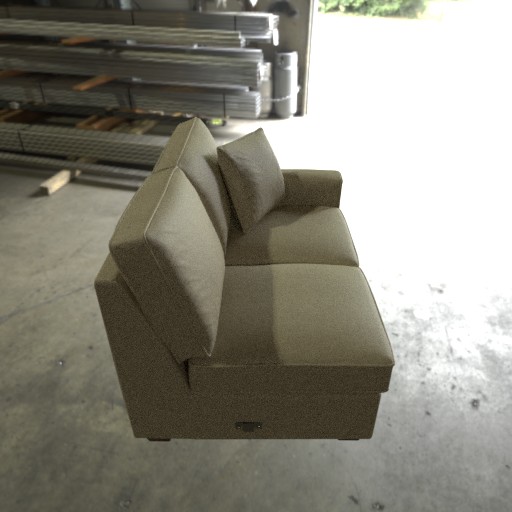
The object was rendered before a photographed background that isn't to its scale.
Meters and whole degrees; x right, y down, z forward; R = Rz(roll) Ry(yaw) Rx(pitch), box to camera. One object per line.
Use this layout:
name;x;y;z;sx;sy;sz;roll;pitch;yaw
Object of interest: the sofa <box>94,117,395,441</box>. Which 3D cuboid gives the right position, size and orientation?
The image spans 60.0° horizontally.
sofa;0.000;0.000;2.077;0.991;0.989;1.388;0;33;0
